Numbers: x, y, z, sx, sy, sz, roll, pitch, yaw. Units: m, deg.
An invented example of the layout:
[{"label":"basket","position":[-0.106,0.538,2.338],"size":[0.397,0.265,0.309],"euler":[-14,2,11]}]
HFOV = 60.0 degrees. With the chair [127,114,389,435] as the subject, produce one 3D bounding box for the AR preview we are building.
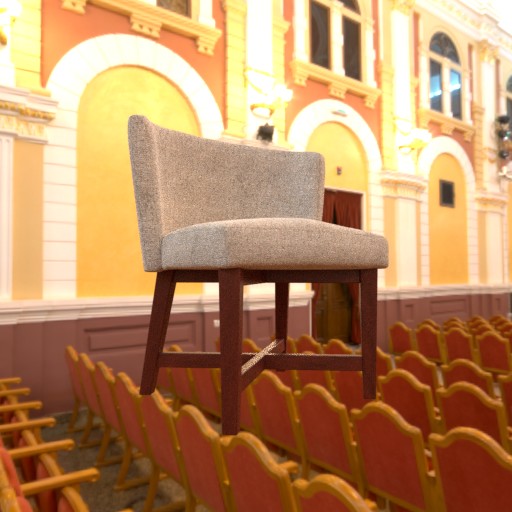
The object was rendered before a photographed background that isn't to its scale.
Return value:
[{"label":"chair","position":[0.000,0.000,1.333],"size":[0.728,0.827,0.575],"euler":[1,-2,-36]}]
